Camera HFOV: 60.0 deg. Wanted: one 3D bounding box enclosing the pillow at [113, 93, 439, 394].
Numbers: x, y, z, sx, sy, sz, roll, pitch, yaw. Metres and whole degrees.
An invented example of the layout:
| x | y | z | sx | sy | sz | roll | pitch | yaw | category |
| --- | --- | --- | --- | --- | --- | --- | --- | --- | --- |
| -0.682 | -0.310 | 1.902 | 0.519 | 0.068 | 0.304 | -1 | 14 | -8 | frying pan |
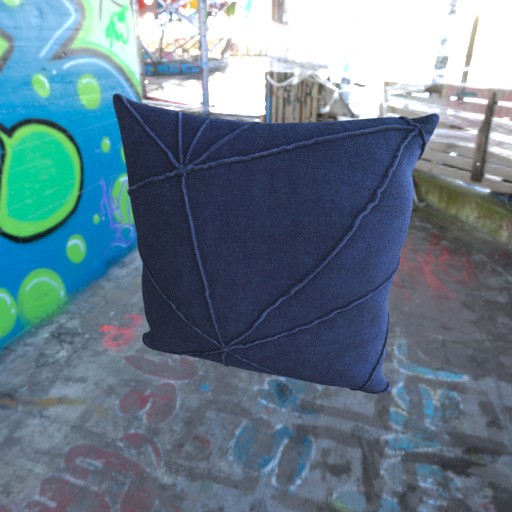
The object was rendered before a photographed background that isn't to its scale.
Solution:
| x | y | z | sx | sy | sz | roll | pitch | yaw | category |
| --- | --- | --- | --- | --- | --- | --- | --- | --- | --- |
| 0.000 | 0.000 | 0.656 | 0.439 | 0.440 | 0.183 | 8 | 28 | 15 | pillow |
